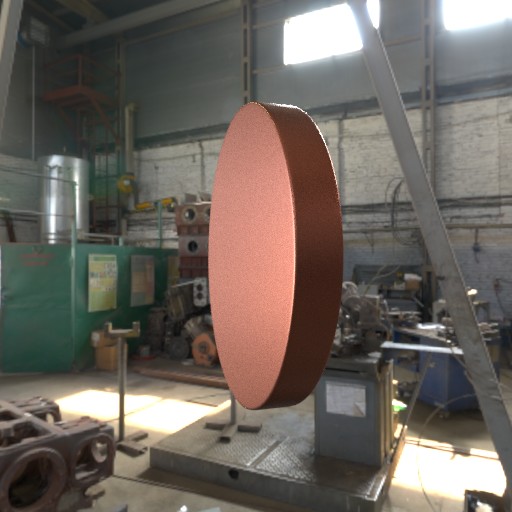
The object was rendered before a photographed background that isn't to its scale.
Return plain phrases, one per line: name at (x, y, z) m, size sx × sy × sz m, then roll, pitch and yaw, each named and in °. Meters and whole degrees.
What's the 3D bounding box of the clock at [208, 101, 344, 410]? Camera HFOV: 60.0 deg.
clock at (0.000, 0.000, 0.479) m, size 0.040 × 0.313 × 0.313 m, roll 0°, pitch 0°, yaw -18°
